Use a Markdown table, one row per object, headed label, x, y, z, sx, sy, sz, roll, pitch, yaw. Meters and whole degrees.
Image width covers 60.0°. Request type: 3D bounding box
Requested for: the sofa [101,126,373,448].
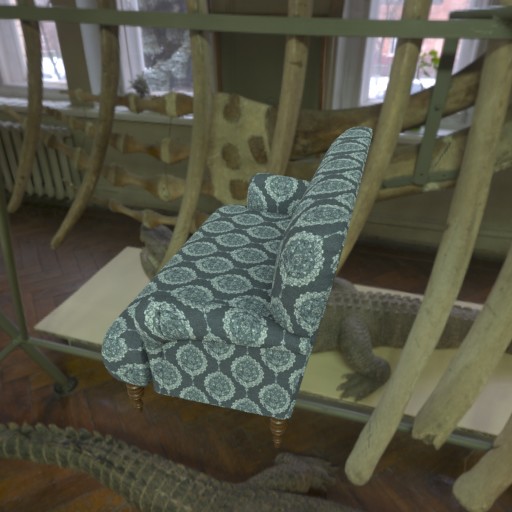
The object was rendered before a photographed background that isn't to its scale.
| label | x | y | z | sx | sy | sz | roll | pitch | yaw |
| --- | --- | --- | --- | --- | --- | --- | --- | --- | --- |
| sofa | 0.000 | 0.000 | 1.845 | 0.779 | 0.867 | 1.297 | 8 | 31 | 14 |
